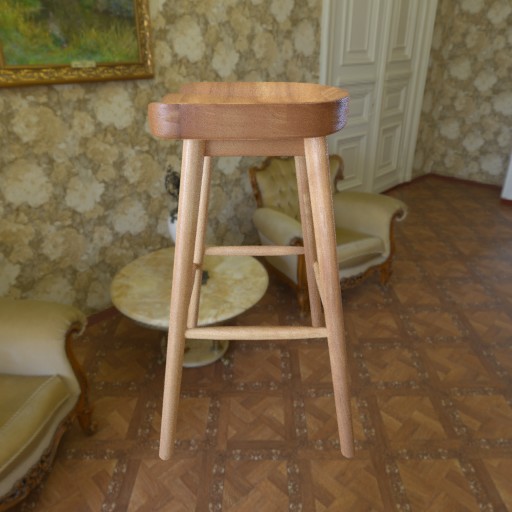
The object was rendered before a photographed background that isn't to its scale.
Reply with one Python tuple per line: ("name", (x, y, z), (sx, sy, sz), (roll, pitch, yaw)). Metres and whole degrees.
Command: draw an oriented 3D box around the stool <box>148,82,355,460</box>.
("stool", (0.000, 0.000, 0.874), (0.361, 0.615, 0.440), (0, 25, -1))
